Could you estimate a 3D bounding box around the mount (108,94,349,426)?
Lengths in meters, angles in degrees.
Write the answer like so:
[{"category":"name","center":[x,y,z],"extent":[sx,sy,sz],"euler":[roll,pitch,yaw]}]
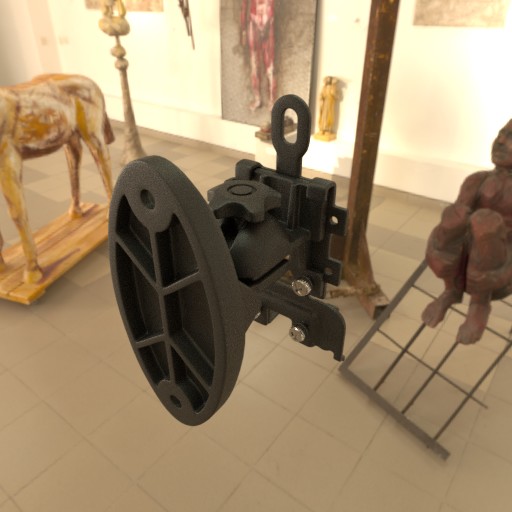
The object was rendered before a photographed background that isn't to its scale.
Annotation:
[{"category":"mount","center":[0.000,0.000,0.179],"extent":[0.066,0.118,0.100],"euler":[21,37,31]}]
